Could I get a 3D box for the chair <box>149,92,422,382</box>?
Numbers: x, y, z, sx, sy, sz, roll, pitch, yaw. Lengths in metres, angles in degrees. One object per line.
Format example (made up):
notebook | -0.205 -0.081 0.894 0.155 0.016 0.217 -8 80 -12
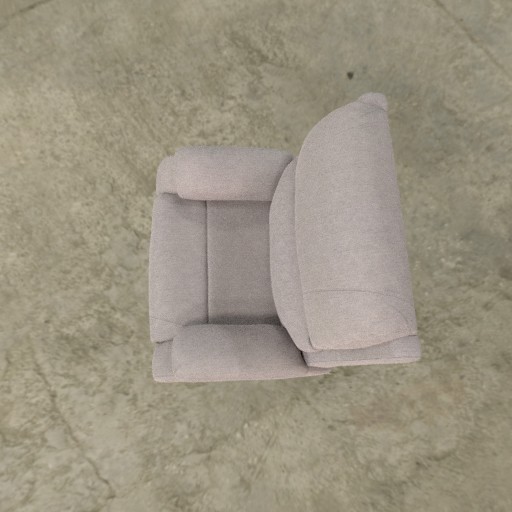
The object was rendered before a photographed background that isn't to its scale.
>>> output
chair | 0.000 0.000 1.724 0.899 1.011 0.930 -2 74 -1
